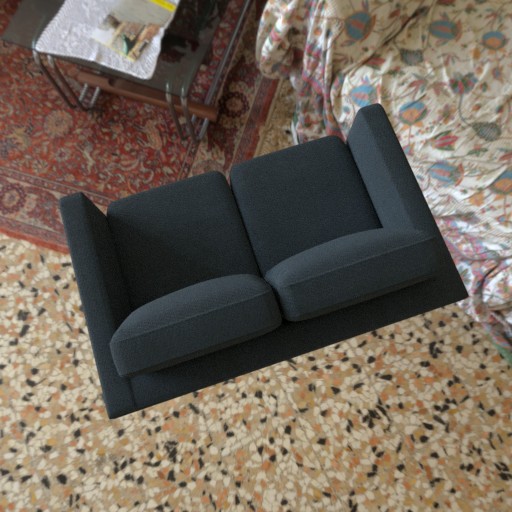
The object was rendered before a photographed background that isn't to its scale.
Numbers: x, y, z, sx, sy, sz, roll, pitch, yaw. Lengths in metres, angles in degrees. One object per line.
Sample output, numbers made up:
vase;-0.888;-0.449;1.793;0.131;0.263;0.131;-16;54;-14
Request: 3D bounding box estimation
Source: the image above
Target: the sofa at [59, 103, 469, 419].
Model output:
sofa;0.000;0.000;2.103;1.518;0.930;0.999;-18;76;-4
